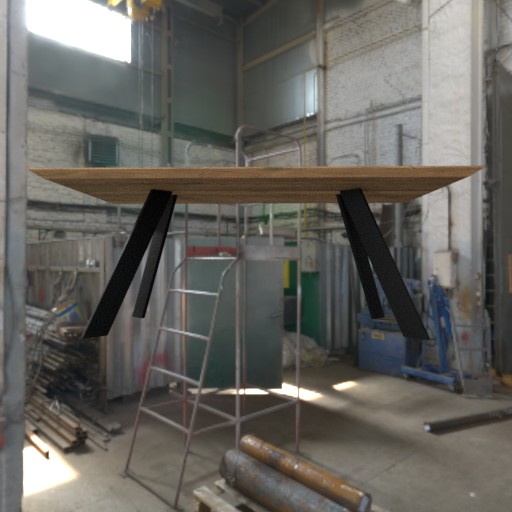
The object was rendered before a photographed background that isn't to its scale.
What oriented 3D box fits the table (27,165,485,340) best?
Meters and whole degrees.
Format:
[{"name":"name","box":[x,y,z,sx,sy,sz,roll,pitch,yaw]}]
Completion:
[{"name":"table","box":[0.000,0.000,2.433,2.000,0.770,1.000,0,-1,1]}]
